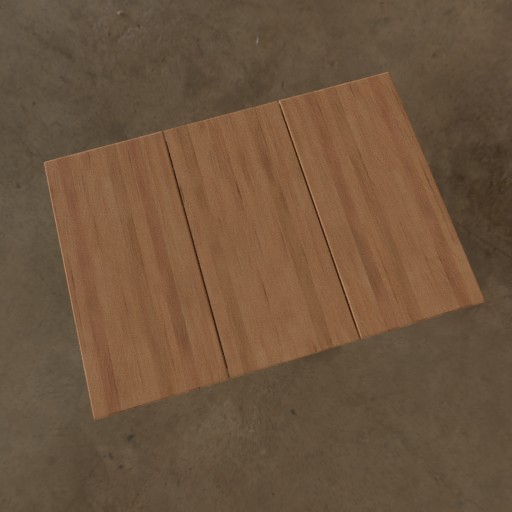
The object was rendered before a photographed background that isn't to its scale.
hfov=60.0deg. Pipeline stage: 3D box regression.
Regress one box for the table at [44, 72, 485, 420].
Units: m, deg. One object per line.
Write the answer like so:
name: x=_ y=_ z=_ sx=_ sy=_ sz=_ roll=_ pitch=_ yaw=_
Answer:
table: x=0.000 y=0.000 z=1.880 sx=1.300 sy=0.770 sz=0.900 roll=-16 pitch=77 yaw=-4
